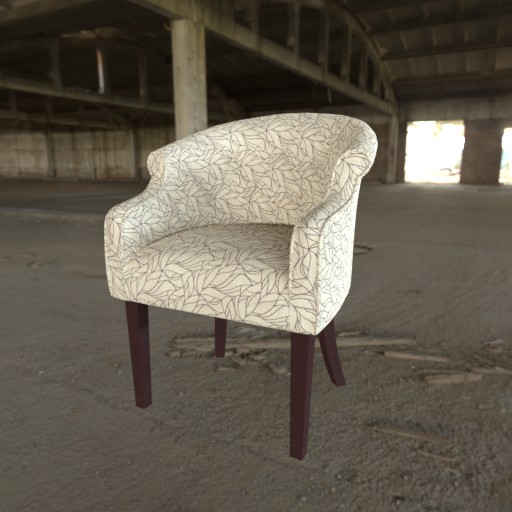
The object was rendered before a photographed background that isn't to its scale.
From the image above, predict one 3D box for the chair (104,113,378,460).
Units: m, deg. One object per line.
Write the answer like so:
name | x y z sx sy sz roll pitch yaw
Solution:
chair | 0.000 0.000 1.321 0.686 0.858 0.613 6 14 27
